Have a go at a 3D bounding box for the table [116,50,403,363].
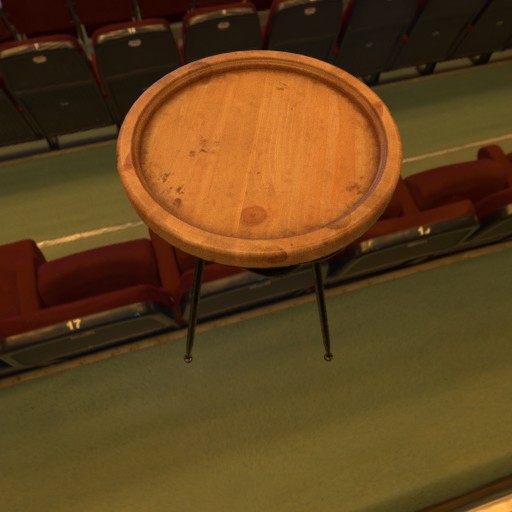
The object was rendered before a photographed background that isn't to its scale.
[{"bbox_3d":[0.000,0.000,0.919,0.418,0.664,0.414,-15,59,-9],"label":"table"}]
